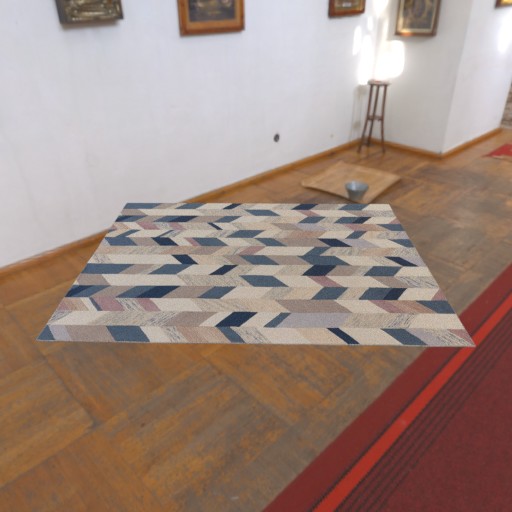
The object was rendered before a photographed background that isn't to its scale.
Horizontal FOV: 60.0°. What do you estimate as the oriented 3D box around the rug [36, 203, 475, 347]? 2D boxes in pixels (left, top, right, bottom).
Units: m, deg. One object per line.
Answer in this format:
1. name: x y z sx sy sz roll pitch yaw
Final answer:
1. rug: 0.000 0.000 4.136 3.072 0.011 2.451 0 30 1
